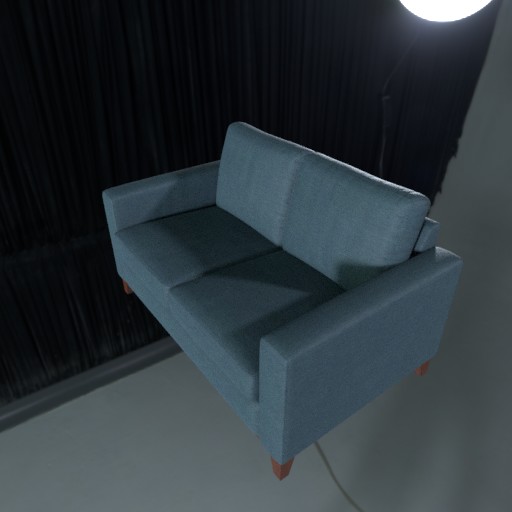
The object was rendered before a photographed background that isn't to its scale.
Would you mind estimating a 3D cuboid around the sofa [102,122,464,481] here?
[{"bbox_3d":[0.000,0.000,2.093,0.955,0.903,1.489,-22,38,-30],"label":"sofa"}]
